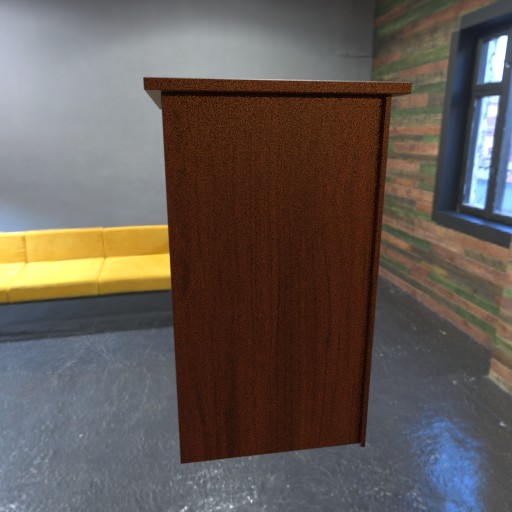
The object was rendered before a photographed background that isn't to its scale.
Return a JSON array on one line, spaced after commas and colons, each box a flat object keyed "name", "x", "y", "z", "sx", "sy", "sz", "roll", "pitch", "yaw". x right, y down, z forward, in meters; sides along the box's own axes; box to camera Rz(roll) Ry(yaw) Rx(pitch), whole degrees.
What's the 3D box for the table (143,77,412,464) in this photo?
[{"name": "table", "x": 0.000, "y": 0.000, "z": 0.926, "sx": 0.381, "sy": 0.636, "sz": 0.480, "roll": -3, "pitch": 16, "yaw": -9}]
